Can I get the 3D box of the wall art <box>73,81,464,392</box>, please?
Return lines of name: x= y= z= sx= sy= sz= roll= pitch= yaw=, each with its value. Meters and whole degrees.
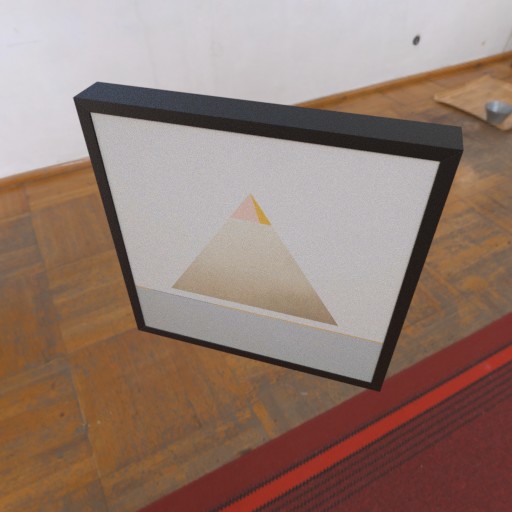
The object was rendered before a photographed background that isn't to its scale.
wall art: x=0.000 y=0.000 z=0.446 sx=0.304 sy=0.303 sz=0.037 roll=11 pitch=43 yaw=13
